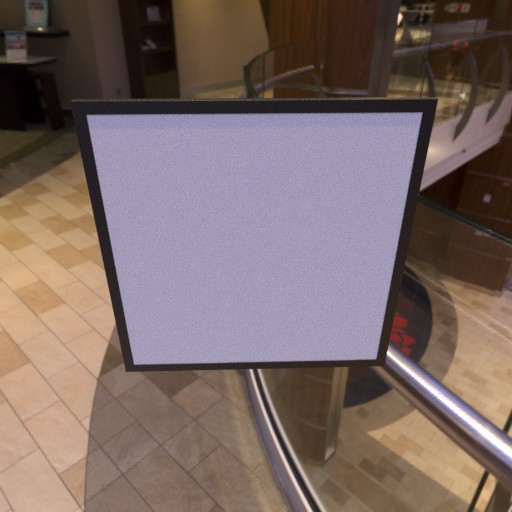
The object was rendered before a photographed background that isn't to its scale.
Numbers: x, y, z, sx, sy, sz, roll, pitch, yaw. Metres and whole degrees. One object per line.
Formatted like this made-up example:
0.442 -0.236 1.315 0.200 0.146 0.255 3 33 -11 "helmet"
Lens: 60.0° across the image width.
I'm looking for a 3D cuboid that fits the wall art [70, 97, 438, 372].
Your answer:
0.000 0.000 1.186 0.807 0.807 0.022 -1 31 -2 "wall art"
